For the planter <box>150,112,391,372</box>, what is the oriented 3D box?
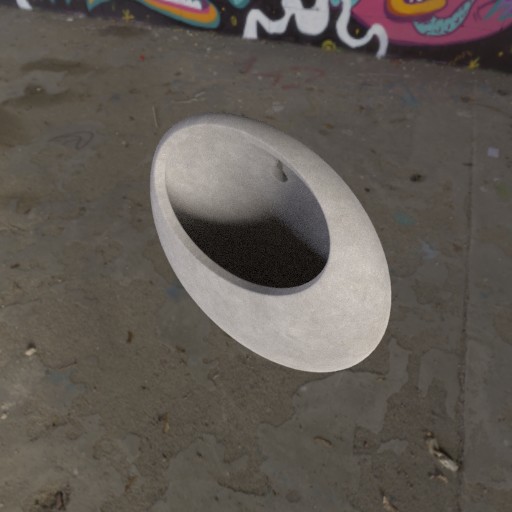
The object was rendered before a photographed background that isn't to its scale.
[{"bbox_3d":[0.000,0.000,0.288,0.185,0.188,0.071,30,53,26],"label":"planter"}]
